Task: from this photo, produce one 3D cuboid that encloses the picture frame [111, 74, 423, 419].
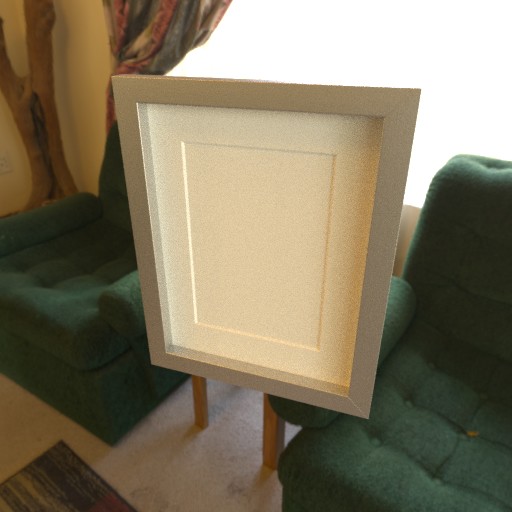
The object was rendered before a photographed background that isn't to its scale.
[{"bbox_3d":[0.000,0.000,0.520,0.307,0.386,0.036,9,29,17],"label":"picture frame"}]
